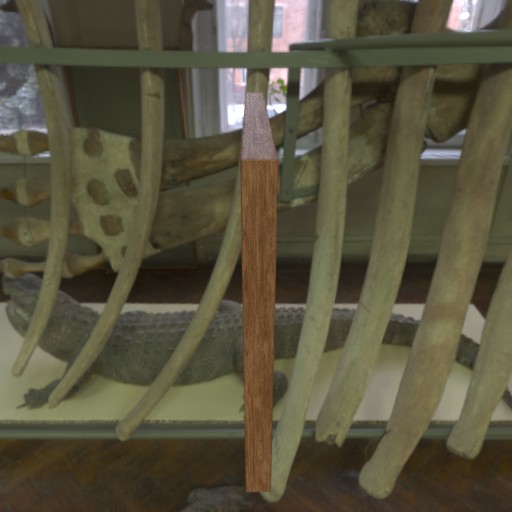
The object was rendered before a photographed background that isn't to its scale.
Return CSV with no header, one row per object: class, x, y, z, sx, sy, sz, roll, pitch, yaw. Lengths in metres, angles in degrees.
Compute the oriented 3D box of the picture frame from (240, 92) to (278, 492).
picture frame,0.000,0.000,0.534,0.025,0.330,0.381,0,26,-1
